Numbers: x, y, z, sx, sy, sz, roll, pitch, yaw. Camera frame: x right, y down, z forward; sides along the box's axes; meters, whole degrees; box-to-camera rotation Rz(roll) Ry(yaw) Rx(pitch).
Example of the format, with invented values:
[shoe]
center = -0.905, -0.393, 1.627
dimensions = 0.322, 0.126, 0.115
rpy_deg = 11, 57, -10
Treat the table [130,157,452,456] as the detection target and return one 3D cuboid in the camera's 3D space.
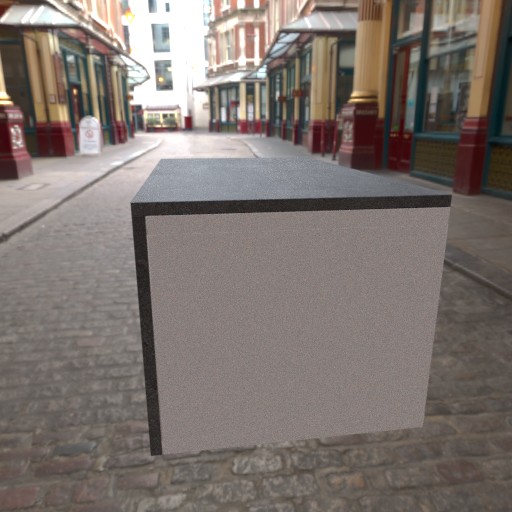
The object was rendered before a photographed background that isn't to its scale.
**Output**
[table]
center = 0.000, 0.000, 0.918
dimensions = 0.400, 0.350, 0.700
rpy_deg = -3, 17, -8
